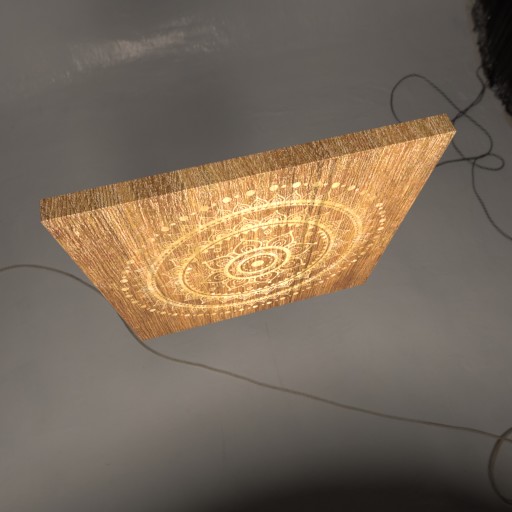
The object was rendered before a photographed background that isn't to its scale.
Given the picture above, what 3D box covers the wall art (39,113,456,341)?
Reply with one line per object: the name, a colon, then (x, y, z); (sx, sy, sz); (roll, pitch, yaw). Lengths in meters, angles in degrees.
wall art: (0.000, 0.000, 0.904); (0.611, 0.608, 0.042); (-14, 65, -7)
